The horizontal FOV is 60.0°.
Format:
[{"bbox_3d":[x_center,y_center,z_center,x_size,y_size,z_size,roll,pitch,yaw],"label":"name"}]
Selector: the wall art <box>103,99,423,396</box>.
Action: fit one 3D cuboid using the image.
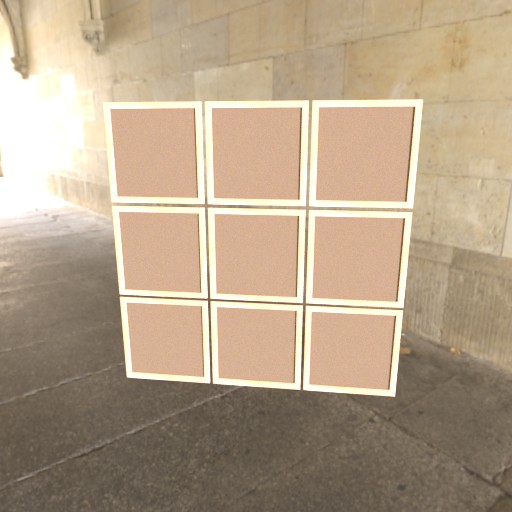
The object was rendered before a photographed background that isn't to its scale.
[{"bbox_3d":[0.000,0.000,1.842,1.216,1.218,0.013,2,16,7],"label":"wall art"}]
